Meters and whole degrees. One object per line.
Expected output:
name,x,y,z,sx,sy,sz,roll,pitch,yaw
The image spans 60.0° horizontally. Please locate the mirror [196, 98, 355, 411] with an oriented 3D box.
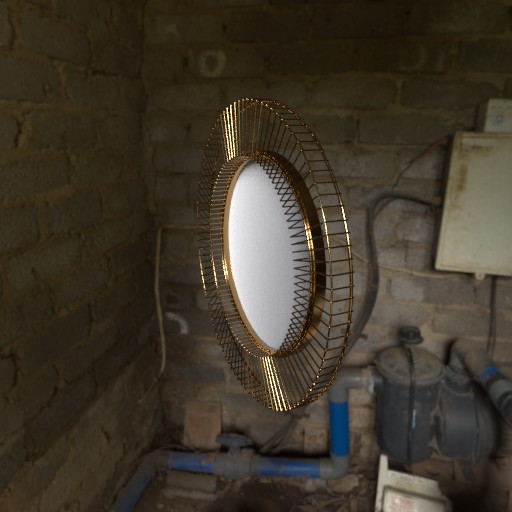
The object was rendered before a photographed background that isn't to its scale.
mirror,0.000,0.000,1.051,0.067,0.703,0.703,-7,17,-25
